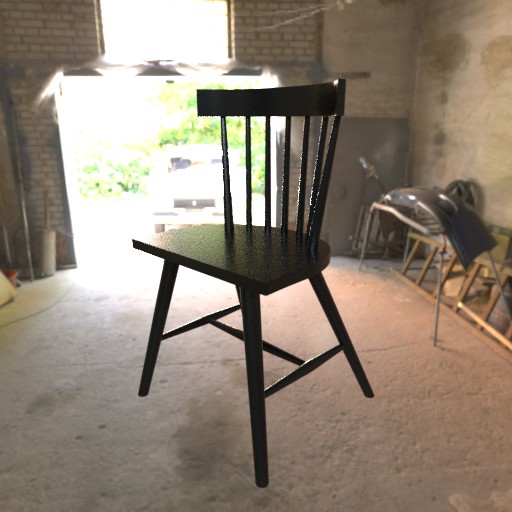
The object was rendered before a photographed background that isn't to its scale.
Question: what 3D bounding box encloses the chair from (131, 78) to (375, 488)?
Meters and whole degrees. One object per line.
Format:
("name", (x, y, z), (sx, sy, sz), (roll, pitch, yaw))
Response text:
("chair", (0.000, 0.000, 1.165), (0.506, 0.844, 0.483), (16, 23, 42))
